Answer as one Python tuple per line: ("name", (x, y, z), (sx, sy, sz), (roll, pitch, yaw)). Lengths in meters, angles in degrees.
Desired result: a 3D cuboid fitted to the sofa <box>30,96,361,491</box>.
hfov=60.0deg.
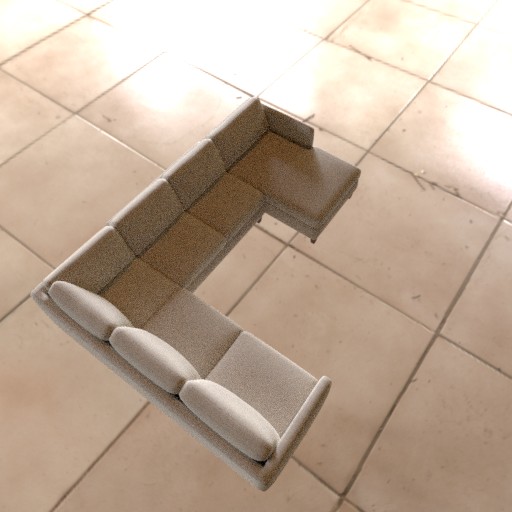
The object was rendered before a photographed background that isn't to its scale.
("sofa", (0.000, 0.000, 4.325), (2.551, 0.853, 3.238), (31, 63, 18))
